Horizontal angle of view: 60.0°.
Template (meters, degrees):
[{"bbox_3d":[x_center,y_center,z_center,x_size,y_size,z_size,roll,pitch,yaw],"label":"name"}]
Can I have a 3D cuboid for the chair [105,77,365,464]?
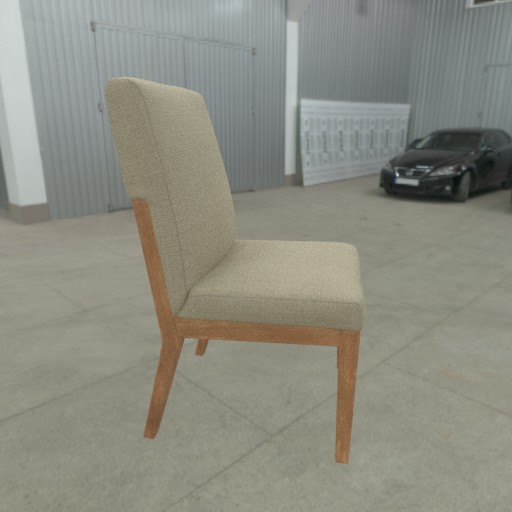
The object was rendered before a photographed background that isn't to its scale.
[{"bbox_3d":[0.000,0.000,1.240,0.586,0.911,0.507,3,17,10],"label":"chair"}]
